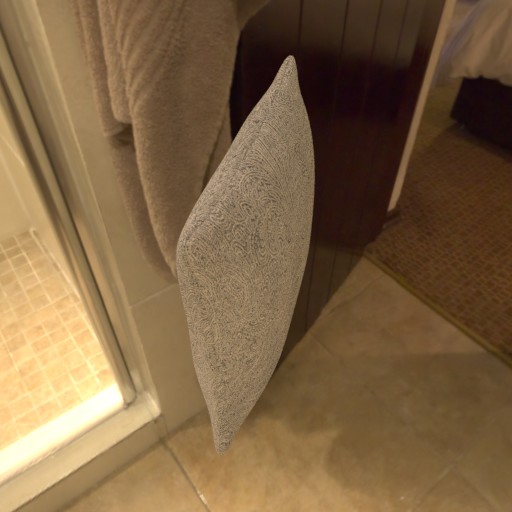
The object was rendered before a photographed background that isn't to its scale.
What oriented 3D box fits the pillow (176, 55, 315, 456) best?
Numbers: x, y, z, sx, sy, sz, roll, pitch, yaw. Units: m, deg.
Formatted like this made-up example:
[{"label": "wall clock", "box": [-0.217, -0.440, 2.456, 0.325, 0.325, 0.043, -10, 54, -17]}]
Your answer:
[{"label": "pillow", "box": [0.000, 0.000, 0.791, 0.166, 0.510, 0.523, 11, 46, 11]}]
